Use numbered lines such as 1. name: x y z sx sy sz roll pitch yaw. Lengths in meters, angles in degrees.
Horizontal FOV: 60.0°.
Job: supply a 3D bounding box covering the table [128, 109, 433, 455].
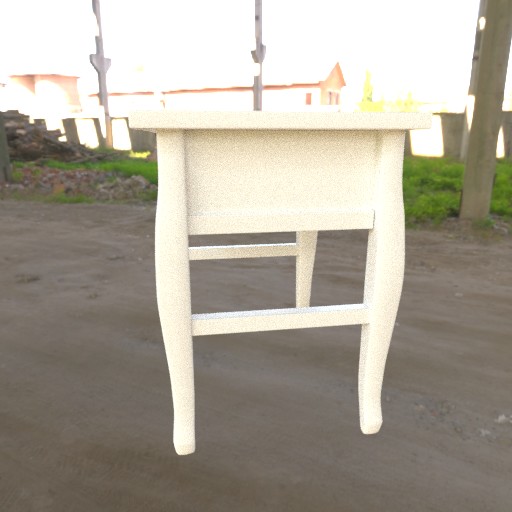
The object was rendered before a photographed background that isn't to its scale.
1. table: 0.000 0.000 1.017 0.463 0.605 0.599 -2 15 -9
